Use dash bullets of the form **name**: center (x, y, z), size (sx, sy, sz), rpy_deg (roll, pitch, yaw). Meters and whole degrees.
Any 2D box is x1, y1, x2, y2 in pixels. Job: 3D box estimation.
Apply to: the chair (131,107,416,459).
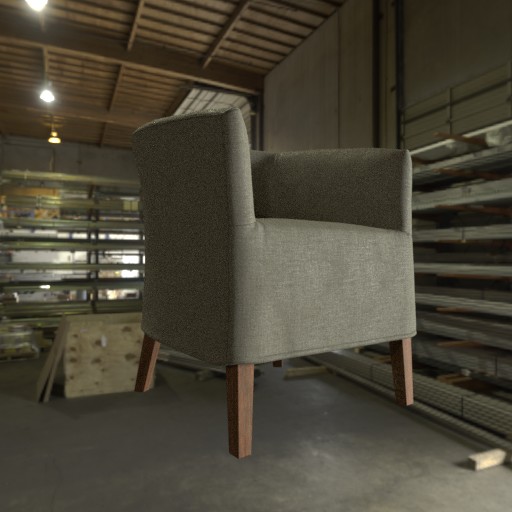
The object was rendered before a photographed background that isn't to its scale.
- **chair**: center (0.000, 0.000, 1.251), size (0.600, 0.771, 0.668), rpy_deg (1, -1, -36)
